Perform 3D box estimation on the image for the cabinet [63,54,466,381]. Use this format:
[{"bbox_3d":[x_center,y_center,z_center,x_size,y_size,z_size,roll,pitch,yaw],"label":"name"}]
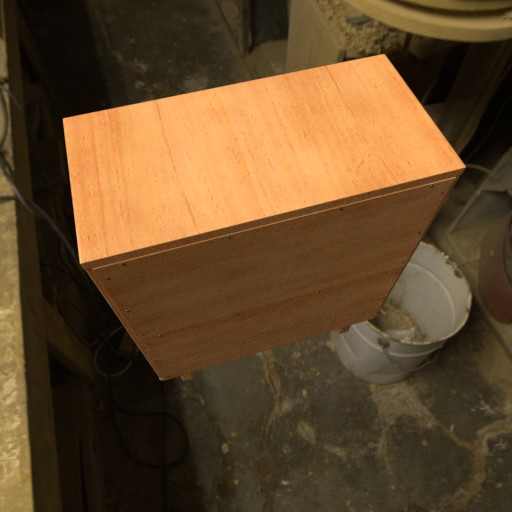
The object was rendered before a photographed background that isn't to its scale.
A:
[{"bbox_3d":[0.000,0.000,1.402,0.800,1.001,0.419,-15,60,-9],"label":"cabinet"}]
